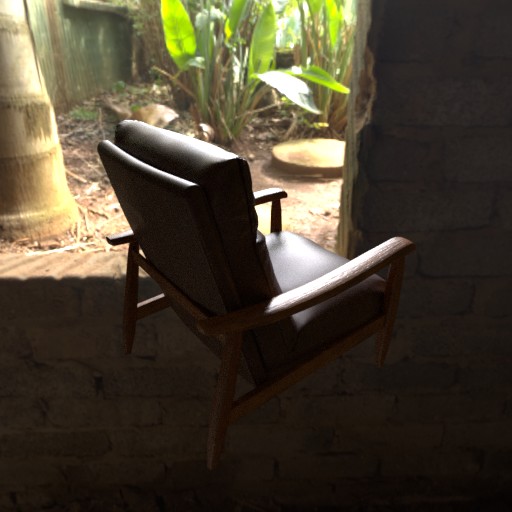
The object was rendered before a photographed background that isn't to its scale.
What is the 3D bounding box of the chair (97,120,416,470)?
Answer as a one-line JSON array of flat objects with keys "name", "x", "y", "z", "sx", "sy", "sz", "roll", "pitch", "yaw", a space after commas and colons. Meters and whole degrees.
[{"name": "chair", "x": 0.000, "y": 0.000, "z": 1.549, "sx": 0.830, "sy": 0.897, "sz": 0.782, "roll": -18, "pitch": 32, "yaw": -32}]
